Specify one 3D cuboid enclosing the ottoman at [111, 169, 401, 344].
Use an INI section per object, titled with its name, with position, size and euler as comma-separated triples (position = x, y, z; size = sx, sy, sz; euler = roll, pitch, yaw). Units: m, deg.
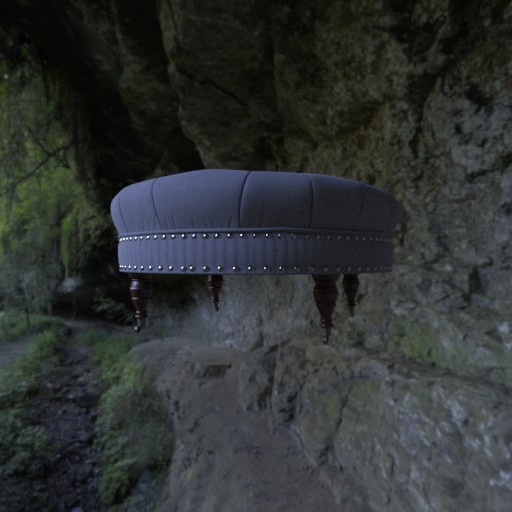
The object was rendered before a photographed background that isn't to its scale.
[ottoman]
position = 0.000, 0.000, 1.435
size = 0.901, 0.439, 0.901
euler = 0, -1, 0
